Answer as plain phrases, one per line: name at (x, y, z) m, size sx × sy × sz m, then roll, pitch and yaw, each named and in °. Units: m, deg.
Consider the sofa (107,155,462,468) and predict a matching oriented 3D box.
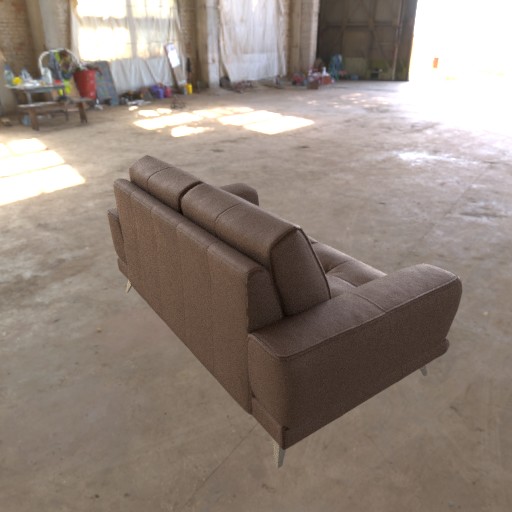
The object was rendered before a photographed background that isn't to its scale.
sofa at (0.000, 0.000, 2.349) m, size 1.018 × 0.907 × 1.806 m, roll -17°, pitch 31°, yaw -31°
